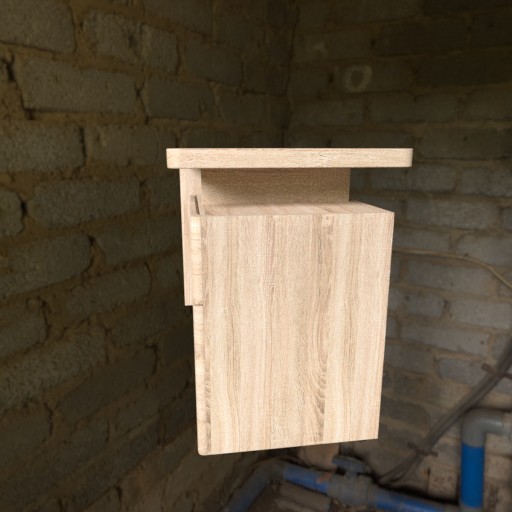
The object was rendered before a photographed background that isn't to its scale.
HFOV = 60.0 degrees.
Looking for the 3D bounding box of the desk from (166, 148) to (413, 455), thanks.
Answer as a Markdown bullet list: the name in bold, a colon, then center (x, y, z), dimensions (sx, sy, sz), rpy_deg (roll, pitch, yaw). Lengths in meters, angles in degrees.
- **desk**: center (0.000, 0.000, 1.612), dimensions (0.550, 0.760, 1.200), rpy_deg (-2, 14, -8)
